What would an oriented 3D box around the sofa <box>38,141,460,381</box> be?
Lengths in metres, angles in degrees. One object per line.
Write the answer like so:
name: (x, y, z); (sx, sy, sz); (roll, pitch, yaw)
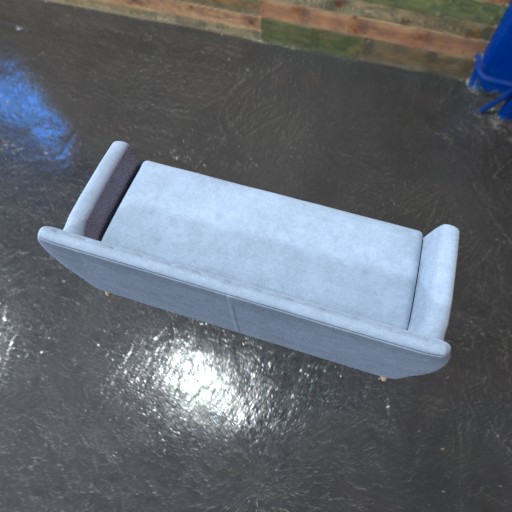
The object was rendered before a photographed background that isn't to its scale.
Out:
sofa: (0.000, 0.000, 2.380); (1.970, 0.830, 0.830); (16, 64, 8)
